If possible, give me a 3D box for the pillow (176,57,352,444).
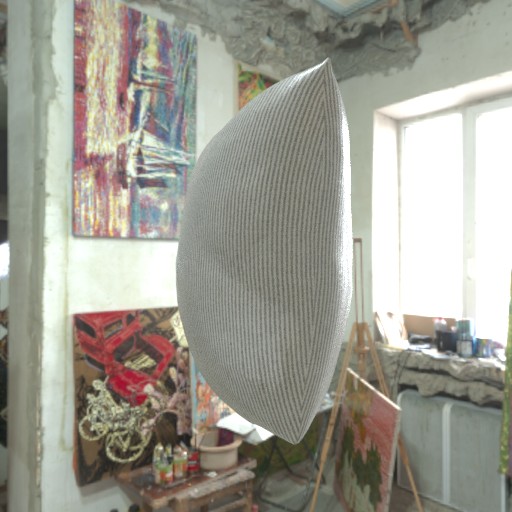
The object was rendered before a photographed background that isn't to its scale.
[{"bbox_3d":[0.000,0.000,0.683,0.310,0.432,0.387,0,0,19],"label":"pillow"}]
